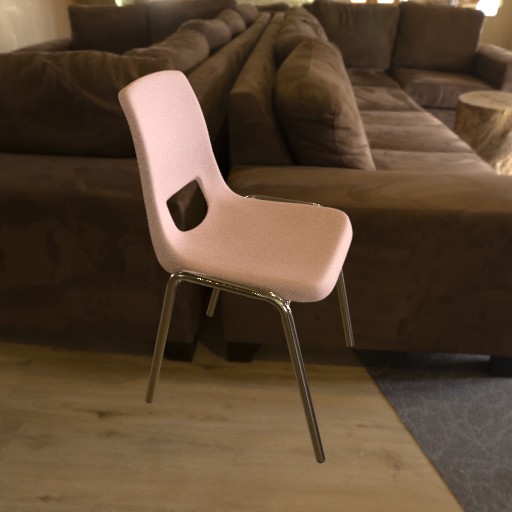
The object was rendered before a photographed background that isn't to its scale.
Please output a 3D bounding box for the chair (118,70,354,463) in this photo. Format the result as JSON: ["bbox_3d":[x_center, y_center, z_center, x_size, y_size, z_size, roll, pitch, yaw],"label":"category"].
[{"bbox_3d":[0.000,0.000,0.943,0.436,0.704,0.381,11,33,17],"label":"chair"}]
